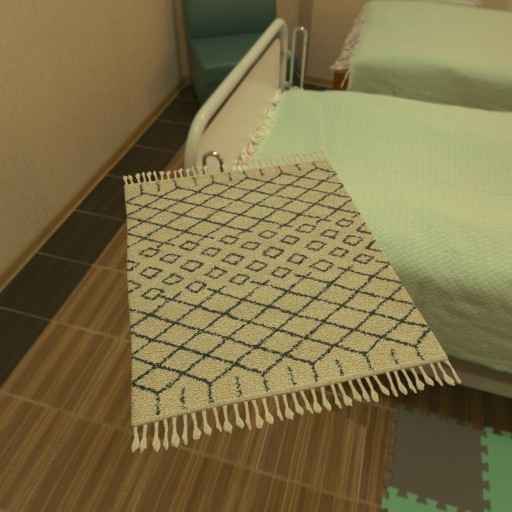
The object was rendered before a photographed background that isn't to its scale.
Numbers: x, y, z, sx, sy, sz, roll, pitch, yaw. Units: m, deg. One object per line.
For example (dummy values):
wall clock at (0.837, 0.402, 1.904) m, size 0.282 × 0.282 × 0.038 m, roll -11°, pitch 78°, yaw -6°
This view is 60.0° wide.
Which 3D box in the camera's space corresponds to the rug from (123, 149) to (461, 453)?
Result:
rug at (0.000, 0.000, 4.158) m, size 2.388 × 0.030 × 3.213 m, roll -9°, pitch 46°, yaw -9°
